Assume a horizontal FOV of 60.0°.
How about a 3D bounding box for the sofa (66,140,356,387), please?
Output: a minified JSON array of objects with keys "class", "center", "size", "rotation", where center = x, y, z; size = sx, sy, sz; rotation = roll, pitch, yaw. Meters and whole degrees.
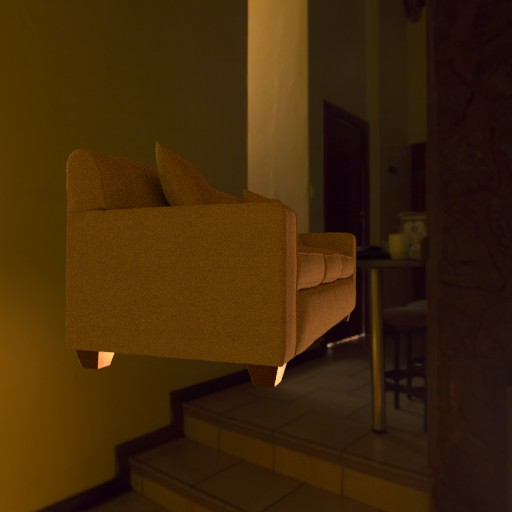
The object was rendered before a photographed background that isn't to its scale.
[{"class":"sofa","center":[0.000,0.000,2.625],"size":[0.997,0.958,2.024],"rotation":[0,-1,20]}]
